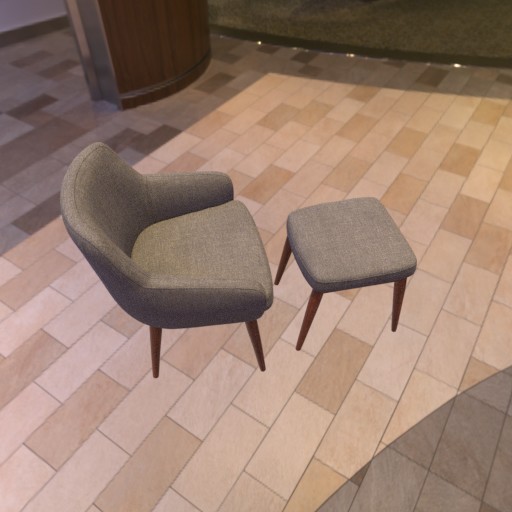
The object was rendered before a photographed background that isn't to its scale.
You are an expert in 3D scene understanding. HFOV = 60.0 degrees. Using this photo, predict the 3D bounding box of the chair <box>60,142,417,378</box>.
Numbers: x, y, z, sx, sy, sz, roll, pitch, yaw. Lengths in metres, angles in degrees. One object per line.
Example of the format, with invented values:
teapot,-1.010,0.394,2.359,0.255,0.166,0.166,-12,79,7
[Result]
chair,0.000,0.000,1.579,1.107,0.799,0.584,-9,47,-9
